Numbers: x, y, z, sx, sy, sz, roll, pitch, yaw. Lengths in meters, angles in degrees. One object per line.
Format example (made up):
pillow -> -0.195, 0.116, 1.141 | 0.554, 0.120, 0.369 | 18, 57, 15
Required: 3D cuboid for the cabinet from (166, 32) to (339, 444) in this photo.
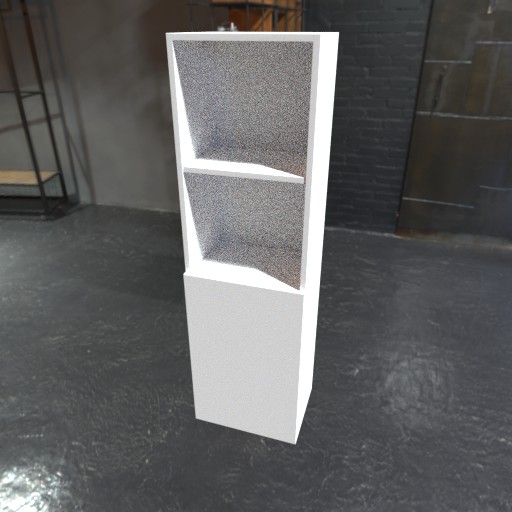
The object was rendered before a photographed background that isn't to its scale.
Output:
cabinet -> 0.000, 0.000, 1.501 | 0.400, 1.350, 0.300 | 8, 29, 16
